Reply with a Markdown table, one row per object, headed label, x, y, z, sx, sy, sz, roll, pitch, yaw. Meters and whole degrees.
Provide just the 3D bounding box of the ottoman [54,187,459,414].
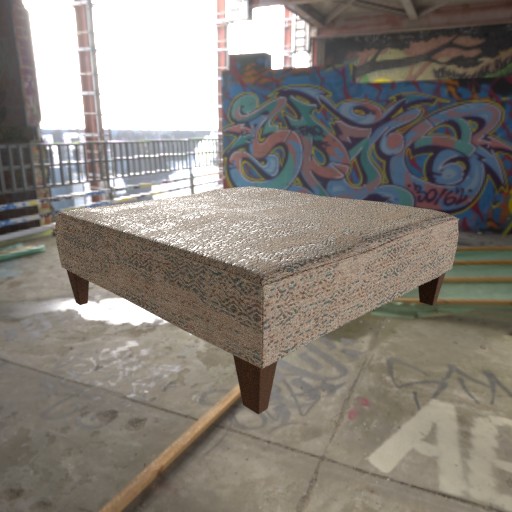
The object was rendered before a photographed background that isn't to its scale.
| label | x | y | z | sx | sy | sz | roll | pitch | yaw |
| --- | --- | --- | --- | --- | --- | --- | --- | --- | --- |
| ottoman | 0.000 | 0.000 | 1.539 | 1.004 | 0.356 | 0.968 | 15 | 22 | 43 |
